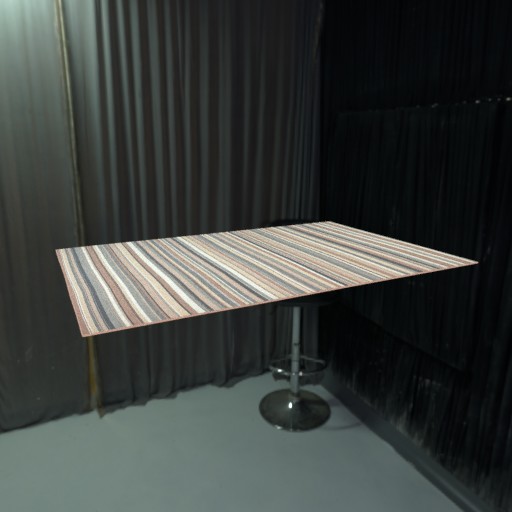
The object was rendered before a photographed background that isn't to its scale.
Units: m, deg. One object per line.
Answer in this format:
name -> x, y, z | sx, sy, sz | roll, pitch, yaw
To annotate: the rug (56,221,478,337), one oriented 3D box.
rug -> 0.000, 0.000, 2.292 | 1.829, 0.008, 1.219 | -8, 17, -26
